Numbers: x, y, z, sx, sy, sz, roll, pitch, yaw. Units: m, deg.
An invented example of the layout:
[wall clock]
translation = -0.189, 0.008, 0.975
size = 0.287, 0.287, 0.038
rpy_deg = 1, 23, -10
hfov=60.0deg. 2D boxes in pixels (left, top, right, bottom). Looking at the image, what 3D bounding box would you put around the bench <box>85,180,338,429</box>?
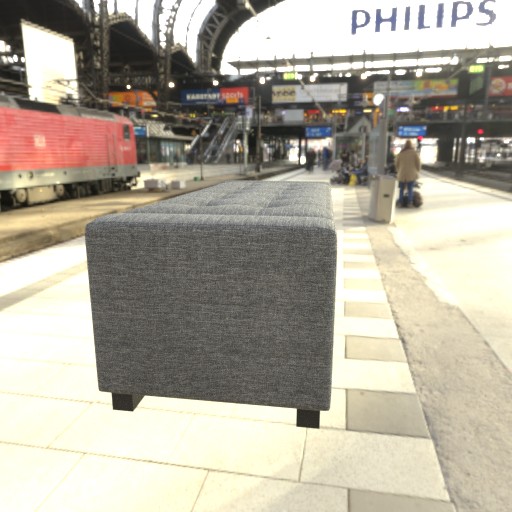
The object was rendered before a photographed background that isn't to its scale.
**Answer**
[bench]
translation = 0.000, 0.000, 1.511
size = 0.508, 0.445, 1.296
rpy_deg = 2, 13, 9
